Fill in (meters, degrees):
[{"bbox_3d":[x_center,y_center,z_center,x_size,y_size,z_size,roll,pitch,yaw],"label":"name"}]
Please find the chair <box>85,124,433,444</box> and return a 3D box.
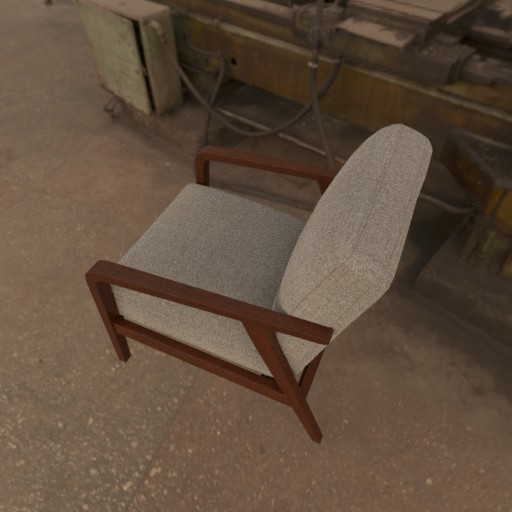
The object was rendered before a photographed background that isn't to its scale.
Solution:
[{"bbox_3d":[0.000,0.000,1.458,0.858,0.847,0.704,18,49,16],"label":"chair"}]
